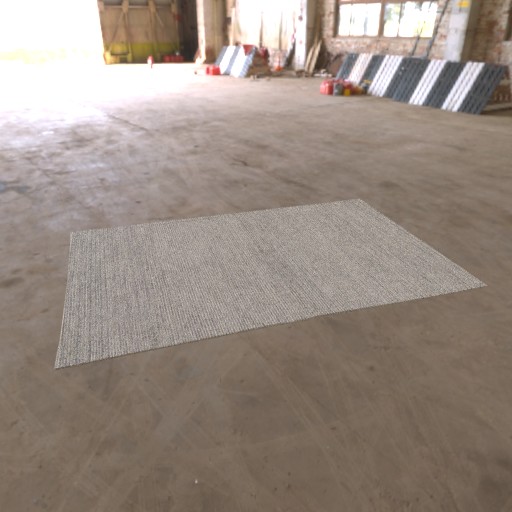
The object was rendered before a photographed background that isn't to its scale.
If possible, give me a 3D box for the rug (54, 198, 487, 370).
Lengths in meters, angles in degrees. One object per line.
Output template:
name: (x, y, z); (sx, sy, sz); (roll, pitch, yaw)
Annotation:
rug: (0.000, 0.000, 2.217); (1.804, 0.022, 1.162); (-8, 29, -15)
